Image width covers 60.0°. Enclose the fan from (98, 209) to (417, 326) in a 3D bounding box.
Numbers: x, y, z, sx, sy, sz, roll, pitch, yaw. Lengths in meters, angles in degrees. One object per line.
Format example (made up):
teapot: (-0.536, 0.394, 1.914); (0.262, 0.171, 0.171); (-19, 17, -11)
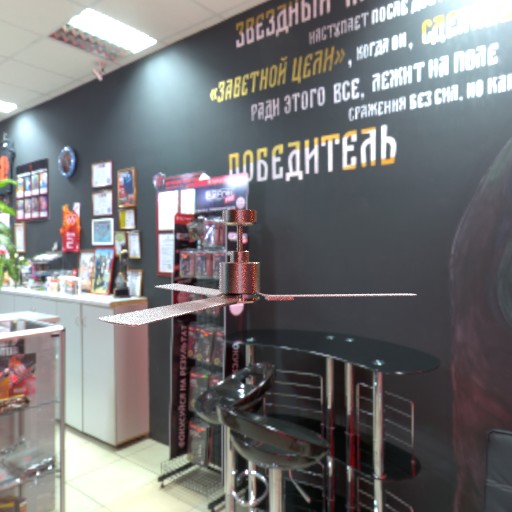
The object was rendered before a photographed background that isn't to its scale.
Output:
fan: (0.000, 0.000, 2.314); (1.531, 0.446, 1.561); (0, 1, -19)
